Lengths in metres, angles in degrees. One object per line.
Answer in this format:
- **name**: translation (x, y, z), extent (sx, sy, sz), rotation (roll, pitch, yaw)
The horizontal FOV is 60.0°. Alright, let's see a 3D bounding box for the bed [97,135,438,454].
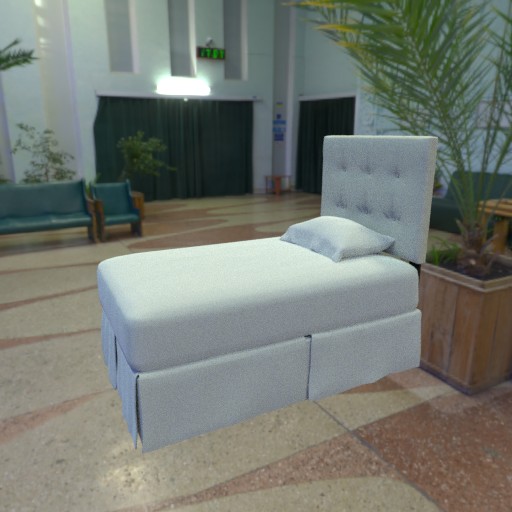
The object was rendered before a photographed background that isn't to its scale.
- **bed**: translation (0.000, 0.000, 3.004), extent (1.997, 1.571, 1.261), rotation (-8, 17, -25)
